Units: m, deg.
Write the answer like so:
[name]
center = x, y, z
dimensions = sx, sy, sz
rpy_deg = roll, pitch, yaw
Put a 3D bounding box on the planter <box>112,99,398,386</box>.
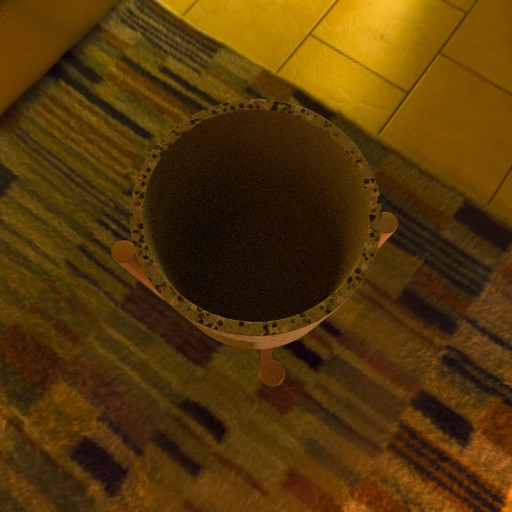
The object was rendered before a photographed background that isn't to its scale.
[planter]
center = 0.000, 0.000, 0.545
dimensions = 0.284, 0.320, 0.284
rpy_deg = 15, 75, 4
